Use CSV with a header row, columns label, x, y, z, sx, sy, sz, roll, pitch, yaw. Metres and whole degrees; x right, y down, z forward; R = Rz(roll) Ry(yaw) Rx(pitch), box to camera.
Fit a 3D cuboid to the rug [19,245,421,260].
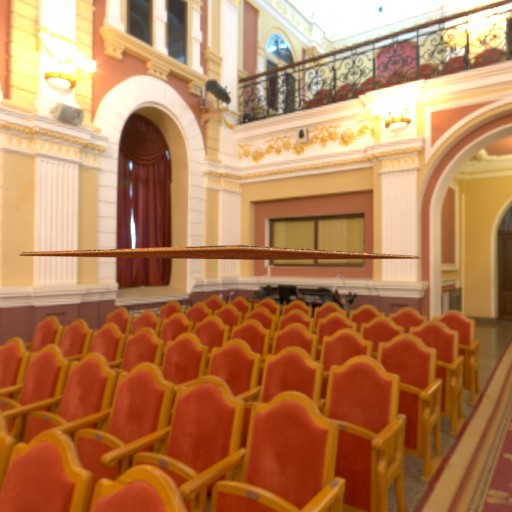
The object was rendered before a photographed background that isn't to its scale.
label,x,y,z,sx,sy,sz,roll,pitch,yaw
rug,0.000,0.000,1.081,0.557,0.008,0.863,-1,-1,35
